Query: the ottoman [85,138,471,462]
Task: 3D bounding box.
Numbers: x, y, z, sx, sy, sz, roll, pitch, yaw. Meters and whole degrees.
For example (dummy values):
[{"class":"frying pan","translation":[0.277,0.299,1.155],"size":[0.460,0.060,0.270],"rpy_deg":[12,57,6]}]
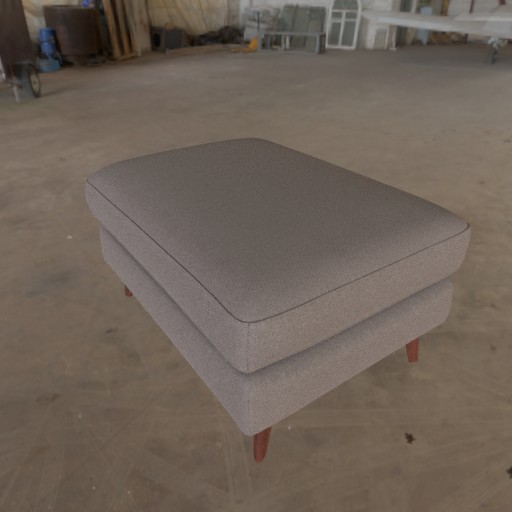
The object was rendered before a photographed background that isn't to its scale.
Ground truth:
[{"class":"ottoman","translation":[0.000,0.000,1.140],"size":[0.608,0.449,0.811],"rpy_deg":[-20,35,-30]}]
